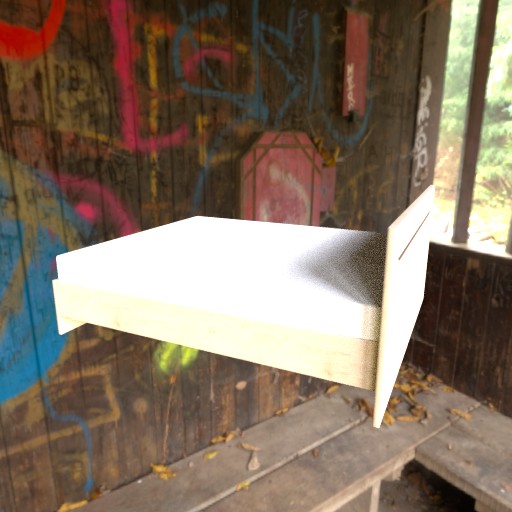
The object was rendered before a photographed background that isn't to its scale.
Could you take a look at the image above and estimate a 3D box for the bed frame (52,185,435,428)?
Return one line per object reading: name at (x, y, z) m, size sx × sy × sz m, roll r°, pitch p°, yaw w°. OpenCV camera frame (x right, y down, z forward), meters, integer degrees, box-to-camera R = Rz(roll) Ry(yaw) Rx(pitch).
bed frame at (0.000, 0.000, 3.064) m, size 2.080 × 0.900 × 1.800 m, roll 7°, pitch 17°, yaw 25°
